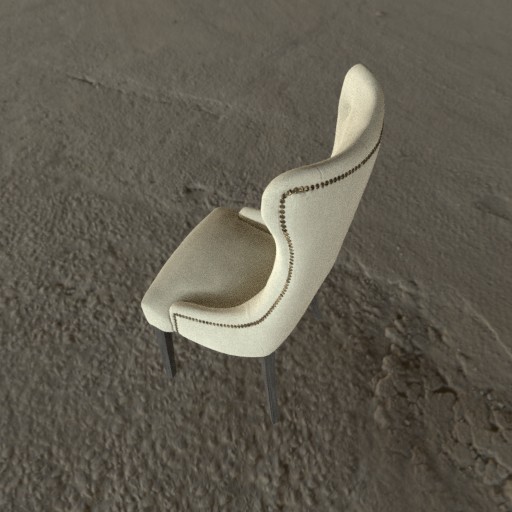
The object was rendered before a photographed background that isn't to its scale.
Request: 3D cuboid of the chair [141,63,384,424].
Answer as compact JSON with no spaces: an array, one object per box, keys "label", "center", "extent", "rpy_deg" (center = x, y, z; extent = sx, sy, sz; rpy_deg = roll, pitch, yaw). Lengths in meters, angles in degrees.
[{"label":"chair","center":[0.000,0.000,1.392],"extent":[0.590,1.065,0.584],"rpy_deg":[18,49,16]}]
